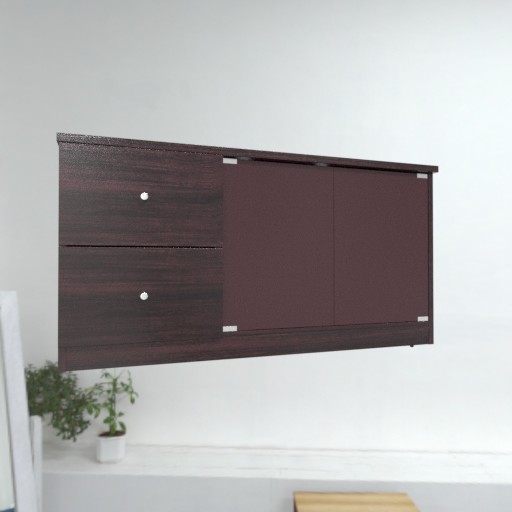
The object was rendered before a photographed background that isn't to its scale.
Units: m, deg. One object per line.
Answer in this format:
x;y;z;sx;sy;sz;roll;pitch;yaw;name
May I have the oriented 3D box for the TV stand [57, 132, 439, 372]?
0.000;0.000;1.481;1.192;0.614;0.404;0;-1;-19;TV stand
